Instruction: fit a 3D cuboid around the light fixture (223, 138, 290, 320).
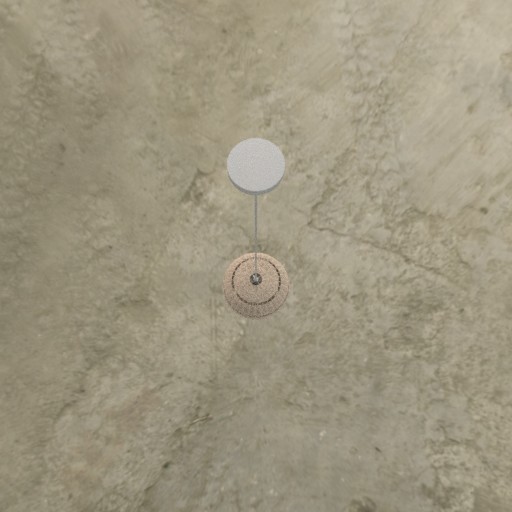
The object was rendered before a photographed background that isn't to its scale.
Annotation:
[{"bbox_3d":[0.000,0.000,2.240,0.457,2.019,0.457,-33,77,-8],"label":"light fixture"}]
